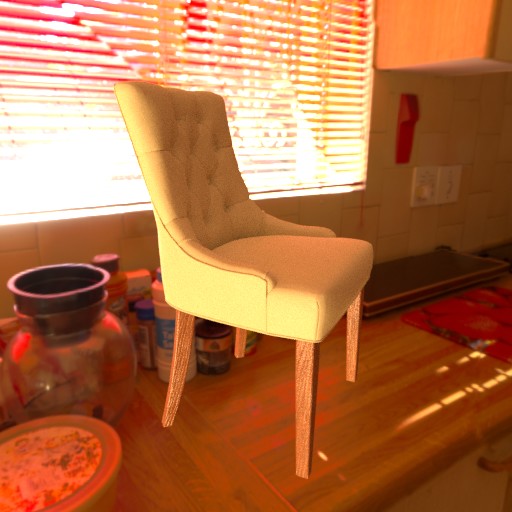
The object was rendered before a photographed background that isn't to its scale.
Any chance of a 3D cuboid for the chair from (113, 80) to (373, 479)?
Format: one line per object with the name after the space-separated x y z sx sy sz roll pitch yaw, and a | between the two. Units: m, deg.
0.000 0.000 1.193 0.565 0.874 0.509 7 17 25 | chair
